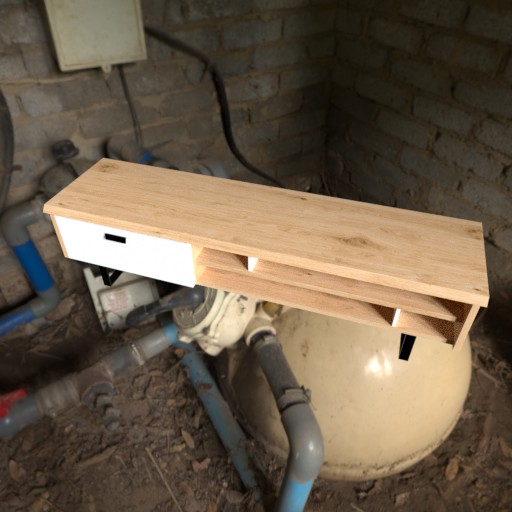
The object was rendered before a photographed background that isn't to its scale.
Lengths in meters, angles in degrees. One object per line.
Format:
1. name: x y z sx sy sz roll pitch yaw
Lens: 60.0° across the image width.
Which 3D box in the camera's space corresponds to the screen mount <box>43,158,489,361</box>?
1. screen mount: 0.000 0.000 1.903 1.700 0.430 0.450 12 41 14
